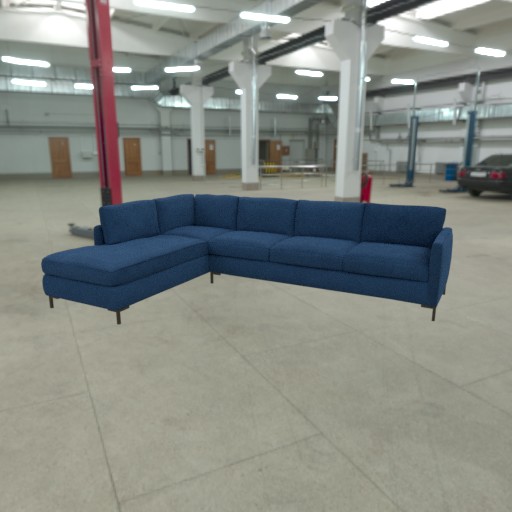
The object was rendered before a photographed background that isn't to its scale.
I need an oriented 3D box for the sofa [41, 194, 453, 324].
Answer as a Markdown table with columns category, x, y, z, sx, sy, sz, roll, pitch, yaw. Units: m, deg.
| category | x | y | z | sx | sy | sz | roll | pitch | yaw |
| --- | --- | --- | --- | --- | --- | --- | --- | --- | --- |
| sofa | 0.000 | 0.000 | 3.776 | 2.949 | 0.815 | 2.007 | 7 | 15 | 27 |
